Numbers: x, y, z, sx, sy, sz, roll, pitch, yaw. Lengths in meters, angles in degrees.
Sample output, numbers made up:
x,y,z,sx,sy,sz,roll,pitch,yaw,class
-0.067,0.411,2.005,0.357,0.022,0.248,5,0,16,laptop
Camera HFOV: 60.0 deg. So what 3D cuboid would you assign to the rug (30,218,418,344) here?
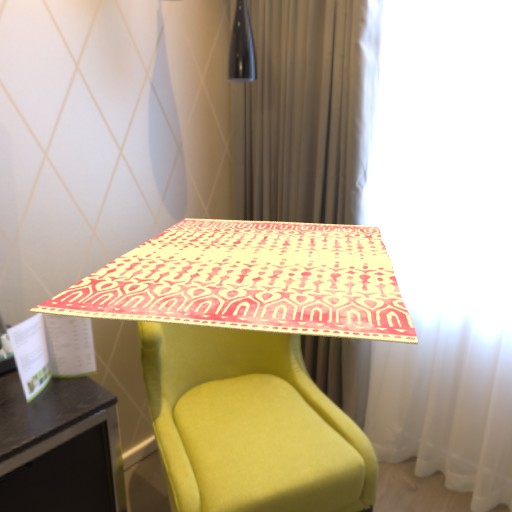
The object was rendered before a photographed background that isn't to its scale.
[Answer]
x,y,z,sx,sy,sz,roll,pitch,yaw,class
0.000,0.000,4.106,2.441,0.016,3.095,3,16,10,rug
